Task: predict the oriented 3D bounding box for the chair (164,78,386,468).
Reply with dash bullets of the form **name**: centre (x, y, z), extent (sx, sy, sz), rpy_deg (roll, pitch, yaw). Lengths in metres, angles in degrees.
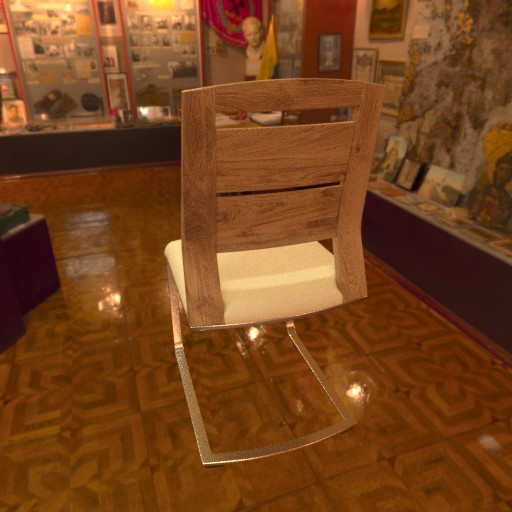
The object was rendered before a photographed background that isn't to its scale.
- **chair**: centre (0.000, 0.000, 1.238), extent (0.457, 0.955, 0.561), rpy_deg (-8, 27, -16)
